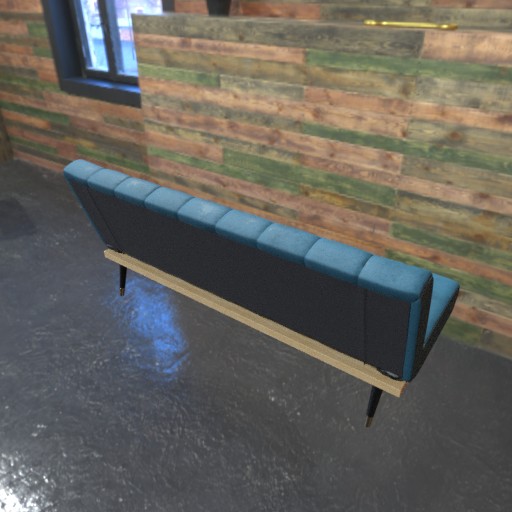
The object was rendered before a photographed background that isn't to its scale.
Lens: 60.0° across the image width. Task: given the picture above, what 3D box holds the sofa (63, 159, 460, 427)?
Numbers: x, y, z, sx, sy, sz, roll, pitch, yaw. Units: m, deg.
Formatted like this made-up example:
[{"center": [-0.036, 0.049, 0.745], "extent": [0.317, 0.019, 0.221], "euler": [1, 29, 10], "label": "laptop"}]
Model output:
[{"center": [0.000, 0.000, 2.237], "extent": [1.810, 0.825, 0.830], "euler": [21, 37, 30], "label": "sofa"}]
